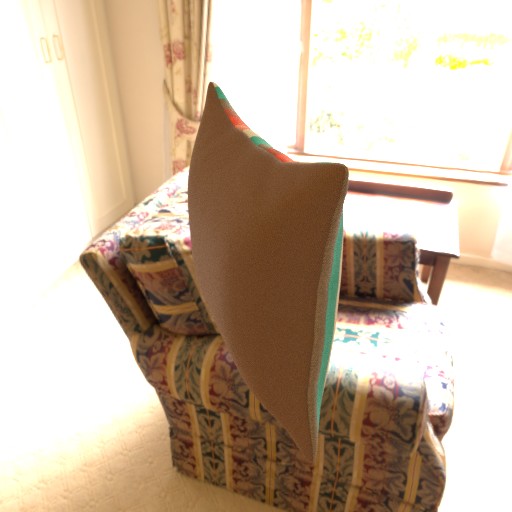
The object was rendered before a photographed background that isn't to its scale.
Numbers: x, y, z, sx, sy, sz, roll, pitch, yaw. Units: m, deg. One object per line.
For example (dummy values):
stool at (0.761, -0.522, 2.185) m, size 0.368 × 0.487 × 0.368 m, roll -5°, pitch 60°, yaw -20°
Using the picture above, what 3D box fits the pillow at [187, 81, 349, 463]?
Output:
pillow at (0.000, 0.000, 0.690) m, size 0.168 × 0.443 × 0.453 m, roll -11°, pitch 33°, yaw -17°
